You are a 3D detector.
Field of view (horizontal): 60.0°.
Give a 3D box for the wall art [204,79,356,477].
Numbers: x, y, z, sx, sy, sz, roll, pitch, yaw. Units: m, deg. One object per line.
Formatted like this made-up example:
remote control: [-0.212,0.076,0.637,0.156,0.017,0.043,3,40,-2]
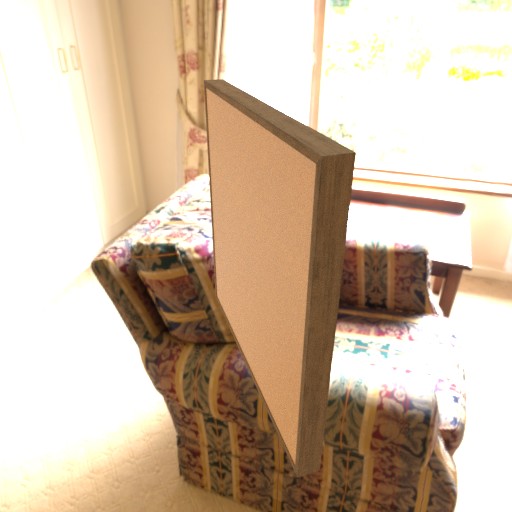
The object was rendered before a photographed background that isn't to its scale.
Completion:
wall art: [0.000,0.000,0.773,0.038,0.508,0.508,-10,31,-16]
